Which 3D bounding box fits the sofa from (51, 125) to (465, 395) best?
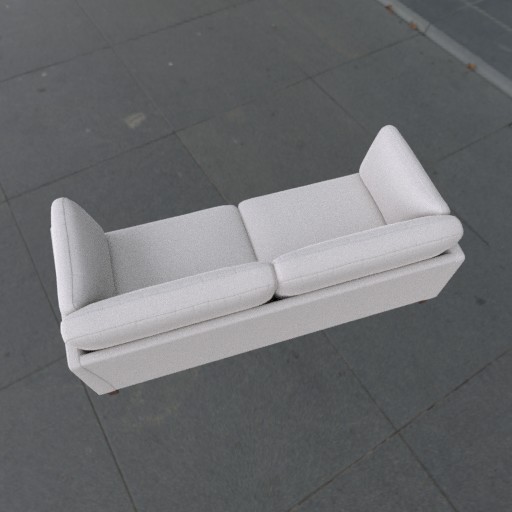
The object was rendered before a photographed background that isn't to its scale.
[{"bbox_3d":[0.000,0.000,2.764,2.301,0.863,0.957,-15,60,-9],"label":"sofa"}]
